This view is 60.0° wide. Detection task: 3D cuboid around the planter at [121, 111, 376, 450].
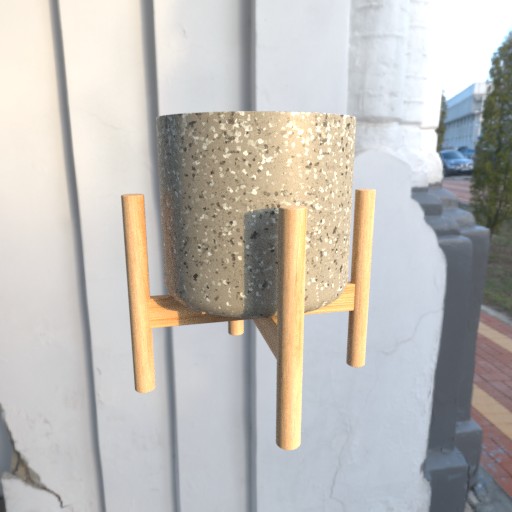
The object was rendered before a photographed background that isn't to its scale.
[{"bbox_3d":[0.000,0.000,0.541,0.284,0.320,0.284,2,14,9],"label":"planter"}]
